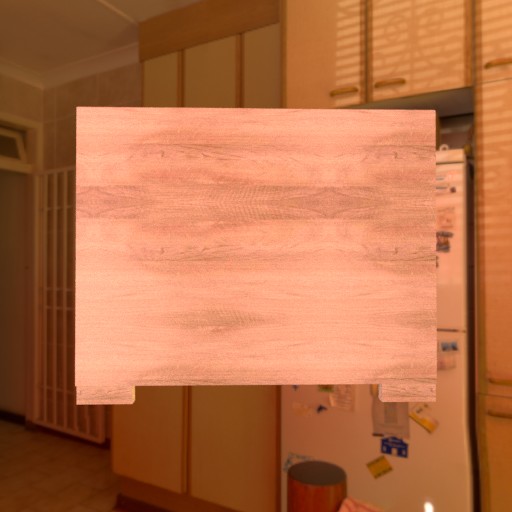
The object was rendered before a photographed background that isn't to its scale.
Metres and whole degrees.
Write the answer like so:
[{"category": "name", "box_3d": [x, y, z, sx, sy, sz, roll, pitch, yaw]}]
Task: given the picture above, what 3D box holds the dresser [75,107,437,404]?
[{"category": "dresser", "box_3d": [0.000, 0.000, 1.424, 0.994, 0.816, 0.404, 0, -1, -2]}]
